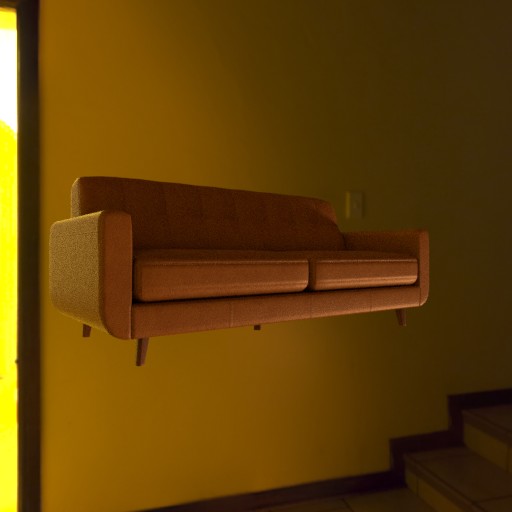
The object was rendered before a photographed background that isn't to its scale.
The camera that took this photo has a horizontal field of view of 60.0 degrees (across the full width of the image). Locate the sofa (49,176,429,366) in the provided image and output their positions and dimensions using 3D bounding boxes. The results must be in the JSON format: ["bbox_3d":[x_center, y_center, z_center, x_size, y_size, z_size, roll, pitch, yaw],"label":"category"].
[{"bbox_3d":[0.000,0.000,2.670,2.137,0.892,0.980,0,0,-36],"label":"sofa"}]
